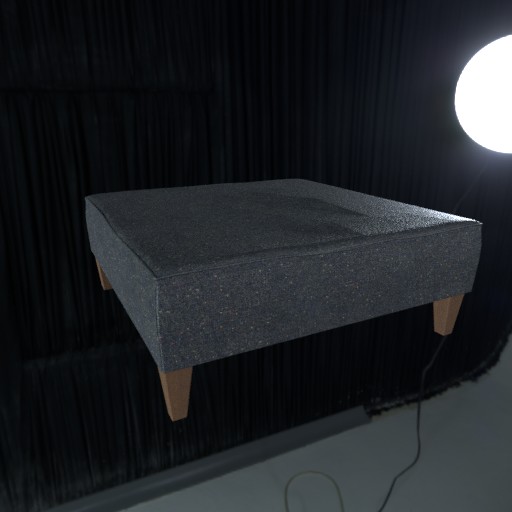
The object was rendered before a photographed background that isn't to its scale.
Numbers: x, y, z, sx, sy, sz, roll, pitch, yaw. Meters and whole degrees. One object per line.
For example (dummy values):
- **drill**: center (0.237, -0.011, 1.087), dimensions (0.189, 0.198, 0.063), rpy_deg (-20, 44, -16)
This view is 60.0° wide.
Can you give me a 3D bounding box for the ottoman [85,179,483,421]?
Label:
- **ottoman**: center (0.000, 0.000, 1.530), dimensions (0.968, 0.382, 1.004), rpy_deg (-9, 20, -26)
